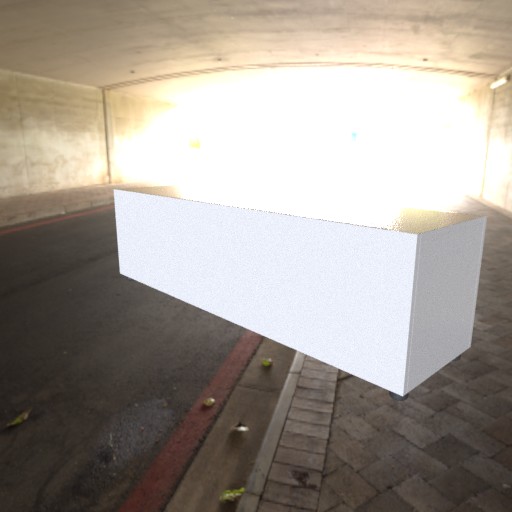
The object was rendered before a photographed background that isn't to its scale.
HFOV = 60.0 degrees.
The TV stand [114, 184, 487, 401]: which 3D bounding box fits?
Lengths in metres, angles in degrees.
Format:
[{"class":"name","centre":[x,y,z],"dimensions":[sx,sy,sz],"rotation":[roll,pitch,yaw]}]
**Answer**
[{"class":"TV stand","centre":[0.000,0.000,1.718],"dimensions":[0.410,0.440,1.500],"rotation":[-13,19,-42]}]
